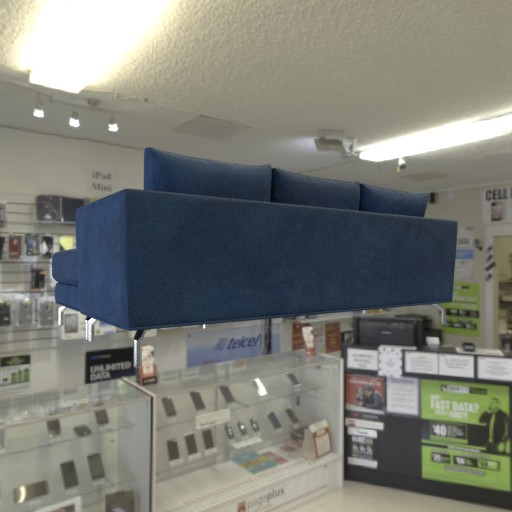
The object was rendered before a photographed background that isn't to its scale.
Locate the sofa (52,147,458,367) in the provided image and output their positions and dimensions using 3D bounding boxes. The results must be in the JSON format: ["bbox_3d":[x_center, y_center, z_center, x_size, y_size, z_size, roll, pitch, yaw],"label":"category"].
[{"bbox_3d":[0.000,0.000,3.150,2.438,0.987,1.622,1,-1,-35],"label":"sofa"}]
